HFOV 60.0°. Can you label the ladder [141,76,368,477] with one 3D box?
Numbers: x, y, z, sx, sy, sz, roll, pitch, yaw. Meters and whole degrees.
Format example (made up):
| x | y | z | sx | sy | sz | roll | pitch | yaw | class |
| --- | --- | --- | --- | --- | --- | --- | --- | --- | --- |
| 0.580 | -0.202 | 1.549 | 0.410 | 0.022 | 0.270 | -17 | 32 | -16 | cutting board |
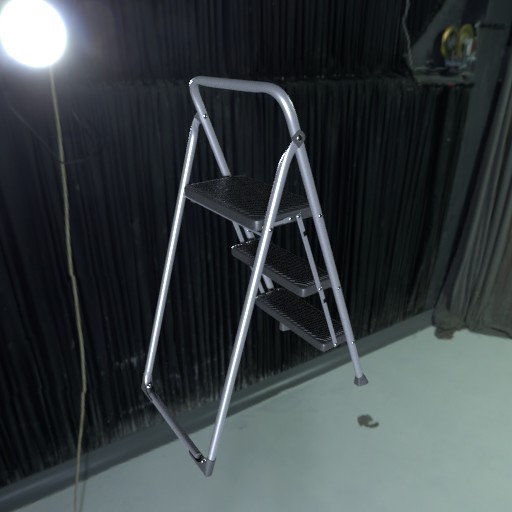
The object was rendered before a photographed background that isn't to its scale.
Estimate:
| x | y | z | sx | sy | sz | roll | pitch | yaw | class |
| --- | --- | --- | --- | --- | --- | --- | --- | --- | --- |
| 0.000 | 0.000 | 1.264 | 0.629 | 0.945 | 0.430 | -17 | 30 | -32 | ladder |
